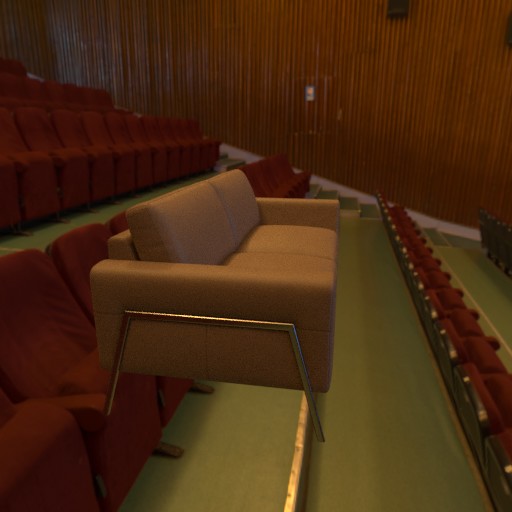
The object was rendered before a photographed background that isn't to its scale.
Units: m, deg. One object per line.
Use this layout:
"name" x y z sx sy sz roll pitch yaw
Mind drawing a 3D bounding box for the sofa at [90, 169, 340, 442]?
"sofa" 0.000 0.000 2.610 0.953 0.875 2.017 3 16 10
